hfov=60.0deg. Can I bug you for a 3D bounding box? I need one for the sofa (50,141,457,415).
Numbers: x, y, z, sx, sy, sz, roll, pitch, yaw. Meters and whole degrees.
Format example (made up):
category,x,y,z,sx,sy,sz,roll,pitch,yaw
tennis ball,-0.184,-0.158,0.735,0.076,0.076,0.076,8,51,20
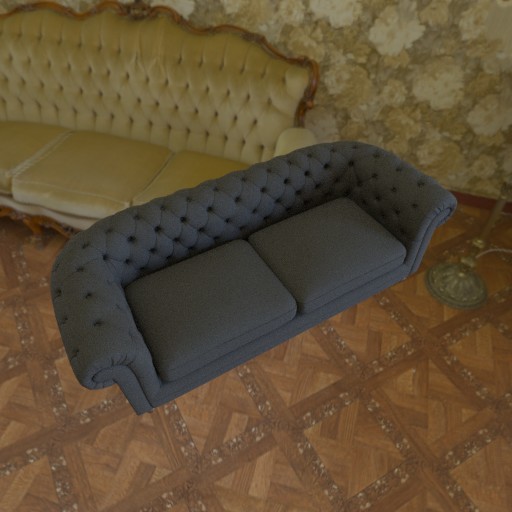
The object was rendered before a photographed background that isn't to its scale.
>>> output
category,x,y,z,sx,sy,sz,roll,pitch,yaw
sofa,0.000,0.000,2.791,2.362,0.762,0.991,-23,51,-21
